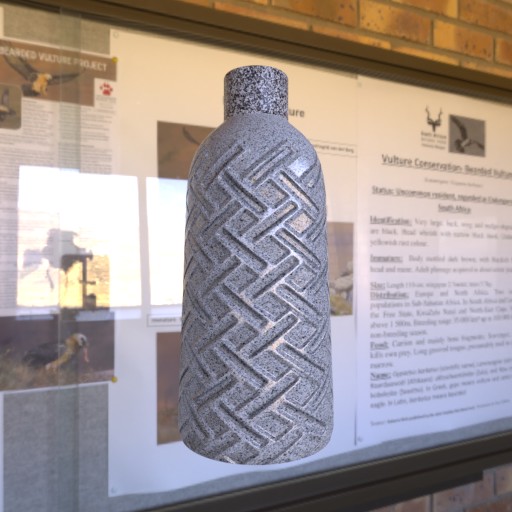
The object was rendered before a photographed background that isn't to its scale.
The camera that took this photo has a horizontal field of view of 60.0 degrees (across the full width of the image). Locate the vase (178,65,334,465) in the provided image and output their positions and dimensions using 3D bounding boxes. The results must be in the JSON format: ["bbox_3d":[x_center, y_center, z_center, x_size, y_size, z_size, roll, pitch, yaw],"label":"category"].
[{"bbox_3d":[0.000,0.000,0.352,0.122,0.282,0.122,0,0,0],"label":"vase"}]
